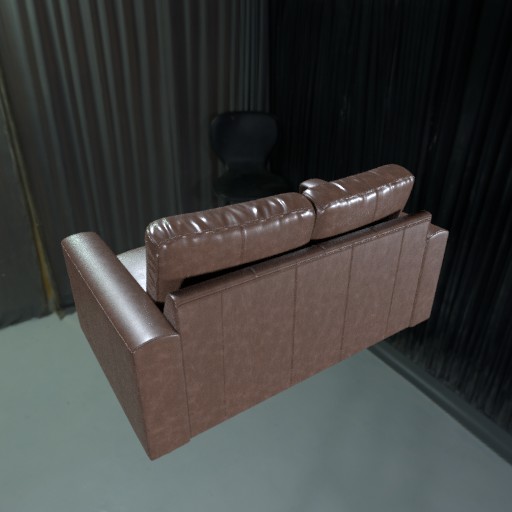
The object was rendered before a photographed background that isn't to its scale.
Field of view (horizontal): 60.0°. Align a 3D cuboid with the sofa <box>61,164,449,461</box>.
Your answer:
[{"bbox_3d":[0.000,0.000,2.206,1.616,0.873,1.016,-18,33,-29],"label":"sofa"}]
